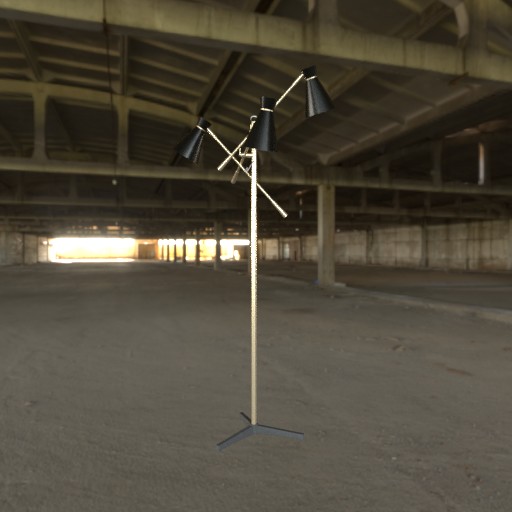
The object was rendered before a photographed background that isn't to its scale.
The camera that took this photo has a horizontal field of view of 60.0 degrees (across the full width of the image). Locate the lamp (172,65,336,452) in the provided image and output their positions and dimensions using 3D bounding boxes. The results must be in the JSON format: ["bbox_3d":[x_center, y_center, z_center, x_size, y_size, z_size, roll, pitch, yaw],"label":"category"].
[{"bbox_3d":[0.000,0.000,2.140,0.750,1.804,0.653,0,1,-17],"label":"lamp"}]
